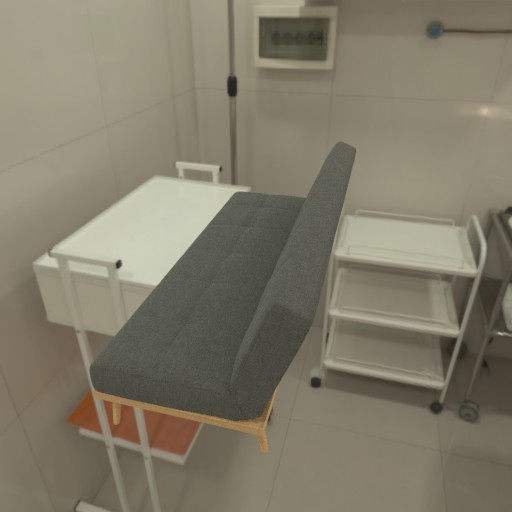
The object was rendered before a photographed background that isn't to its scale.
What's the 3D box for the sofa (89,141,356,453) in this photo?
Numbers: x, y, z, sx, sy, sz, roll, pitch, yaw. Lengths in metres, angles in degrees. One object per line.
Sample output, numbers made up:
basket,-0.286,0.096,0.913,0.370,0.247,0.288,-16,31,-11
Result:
sofa,0.000,0.000,2.266,0.820,0.770,1.820,8,31,13
